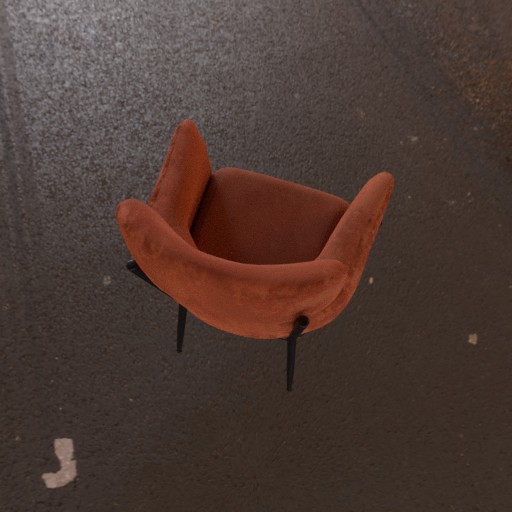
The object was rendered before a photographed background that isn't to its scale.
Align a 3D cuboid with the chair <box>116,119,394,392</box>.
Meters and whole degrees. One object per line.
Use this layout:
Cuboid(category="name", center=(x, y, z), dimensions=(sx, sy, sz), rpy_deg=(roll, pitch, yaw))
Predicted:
Cuboid(category="chair", center=(0.000, 0.000, 1.136), dimensions=(0.561, 0.772, 0.523), rpy_deg=(17, 65, 8))
